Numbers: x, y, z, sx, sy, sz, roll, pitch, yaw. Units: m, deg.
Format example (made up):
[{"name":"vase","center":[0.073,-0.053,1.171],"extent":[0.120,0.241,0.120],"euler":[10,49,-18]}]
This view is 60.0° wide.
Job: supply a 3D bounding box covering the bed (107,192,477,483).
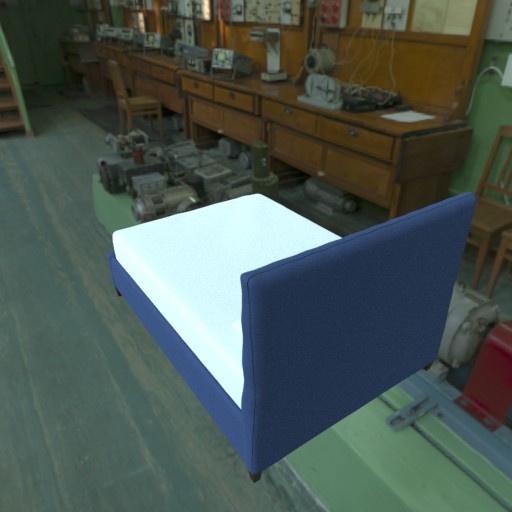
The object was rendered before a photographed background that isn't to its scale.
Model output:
[{"name":"bed","center":[0.000,0.000,3.471],"extent":[1.706,1.427,2.387],"euler":[-19,35,-29]}]
